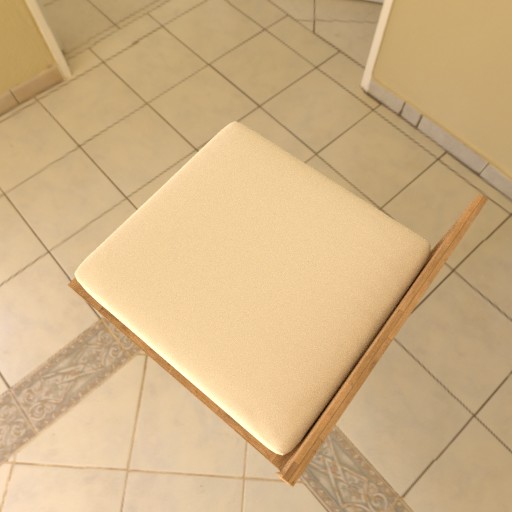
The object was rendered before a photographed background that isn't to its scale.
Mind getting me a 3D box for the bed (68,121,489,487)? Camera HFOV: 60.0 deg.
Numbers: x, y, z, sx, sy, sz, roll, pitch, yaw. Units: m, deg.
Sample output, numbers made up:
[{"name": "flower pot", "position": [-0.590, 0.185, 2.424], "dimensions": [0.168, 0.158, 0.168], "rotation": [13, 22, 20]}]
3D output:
[{"name": "bed", "position": [0.000, 0.000, 3.292], "dimensions": [2.167, 1.100, 2.116], "rotation": [36, 70, 15]}]
